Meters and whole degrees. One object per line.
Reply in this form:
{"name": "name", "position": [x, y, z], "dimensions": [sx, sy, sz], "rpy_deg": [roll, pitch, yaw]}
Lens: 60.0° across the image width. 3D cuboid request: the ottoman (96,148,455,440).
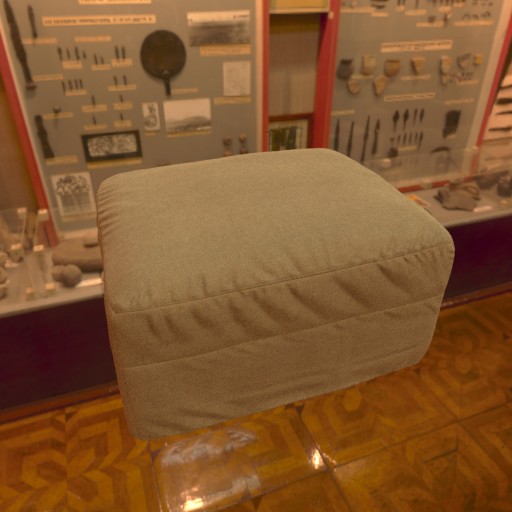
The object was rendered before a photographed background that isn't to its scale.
{"name": "ottoman", "position": [0.000, 0.000, 1.260], "dimensions": [0.837, 0.481, 0.683], "rpy_deg": [-10, 34, -16]}
